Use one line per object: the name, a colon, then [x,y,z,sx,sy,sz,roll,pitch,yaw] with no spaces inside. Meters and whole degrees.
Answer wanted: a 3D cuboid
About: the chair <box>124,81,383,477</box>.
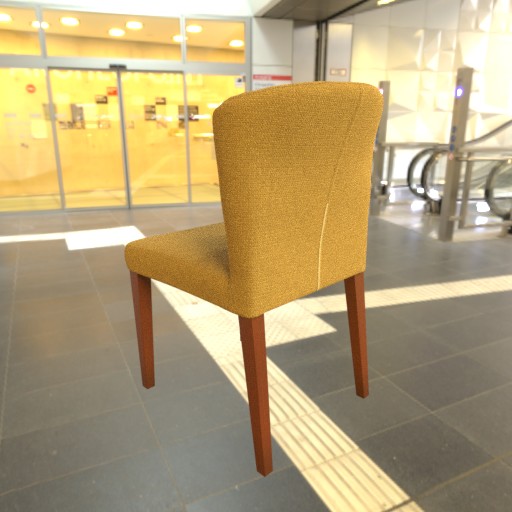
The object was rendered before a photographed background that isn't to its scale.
chair: [0.000,0.000,1.187,0.589,0.839,0.491,16,23,42]
